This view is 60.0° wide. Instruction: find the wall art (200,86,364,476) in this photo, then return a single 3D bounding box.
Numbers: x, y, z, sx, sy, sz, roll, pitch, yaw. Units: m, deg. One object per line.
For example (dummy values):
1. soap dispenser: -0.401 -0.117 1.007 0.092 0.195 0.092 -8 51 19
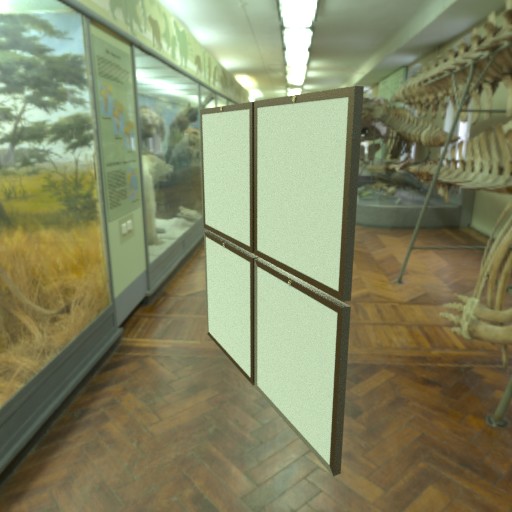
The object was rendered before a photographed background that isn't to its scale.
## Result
1. wall art: 0.000 0.000 1.562 0.030 1.032 1.032 -7 17 -25
